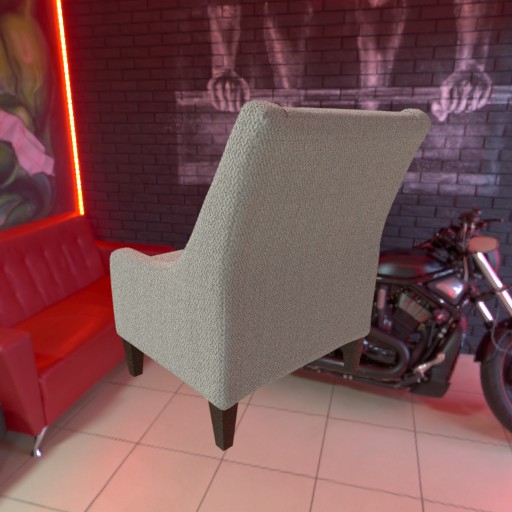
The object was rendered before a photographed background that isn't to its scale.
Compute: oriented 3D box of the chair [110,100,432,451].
[{"bbox_3d":[0.000,0.000,1.613,0.774,1.014,0.870,-14,22,-40],"label":"chair"}]
